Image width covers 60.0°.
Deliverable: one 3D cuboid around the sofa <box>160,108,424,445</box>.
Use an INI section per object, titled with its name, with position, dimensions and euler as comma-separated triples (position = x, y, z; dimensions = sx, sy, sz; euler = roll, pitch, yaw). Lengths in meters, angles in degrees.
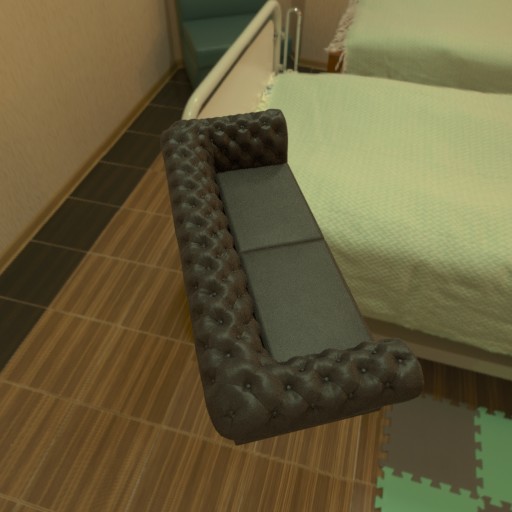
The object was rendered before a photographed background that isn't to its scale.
[sofa]
position = 0.000, 0.000, 2.816
dimensions = 0.944, 0.783, 2.385
euler = -10, 48, -9
